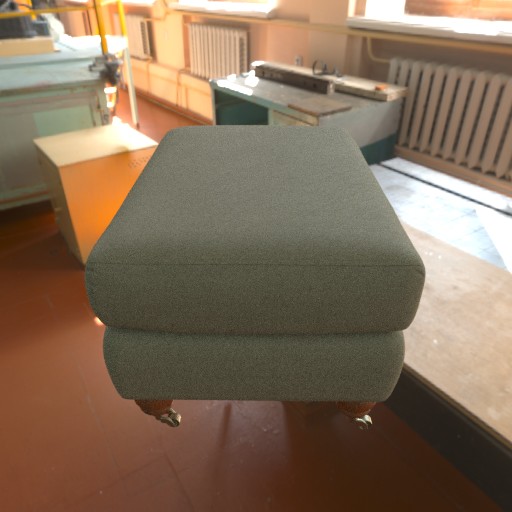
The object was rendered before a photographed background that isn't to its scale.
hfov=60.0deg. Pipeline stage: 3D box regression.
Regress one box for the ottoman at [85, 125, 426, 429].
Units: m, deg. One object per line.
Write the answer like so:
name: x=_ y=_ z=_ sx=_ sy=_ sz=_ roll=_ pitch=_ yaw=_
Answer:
ottoman: x=0.000 y=0.000 z=1.116 sx=0.569 sy=0.504 sz=0.773 roll=0 pitch=32 yaw=1
